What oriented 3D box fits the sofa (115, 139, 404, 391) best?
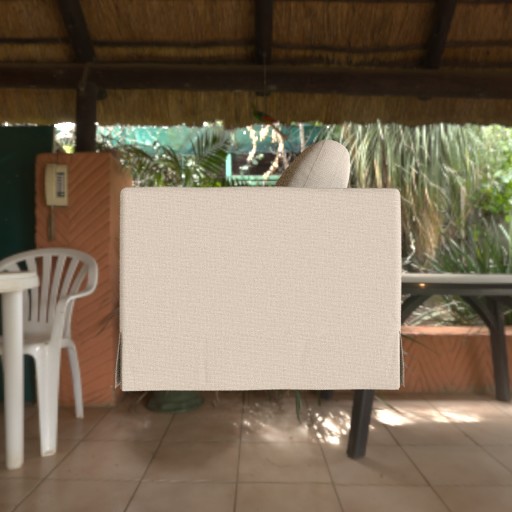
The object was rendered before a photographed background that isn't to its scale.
[{"bbox_3d":[0.000,0.000,2.422,1.009,0.932,1.813,0,0,-1],"label":"sofa"}]
